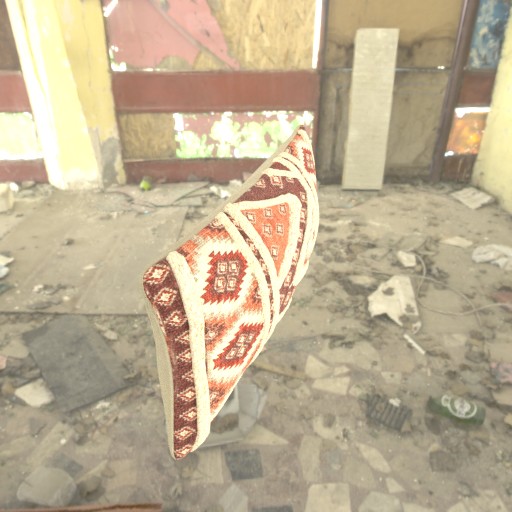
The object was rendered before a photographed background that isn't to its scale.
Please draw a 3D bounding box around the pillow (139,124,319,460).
[{"bbox_3d":[0.000,0.000,0.723,0.161,0.295,0.608,10,31,17],"label":"pillow"}]
